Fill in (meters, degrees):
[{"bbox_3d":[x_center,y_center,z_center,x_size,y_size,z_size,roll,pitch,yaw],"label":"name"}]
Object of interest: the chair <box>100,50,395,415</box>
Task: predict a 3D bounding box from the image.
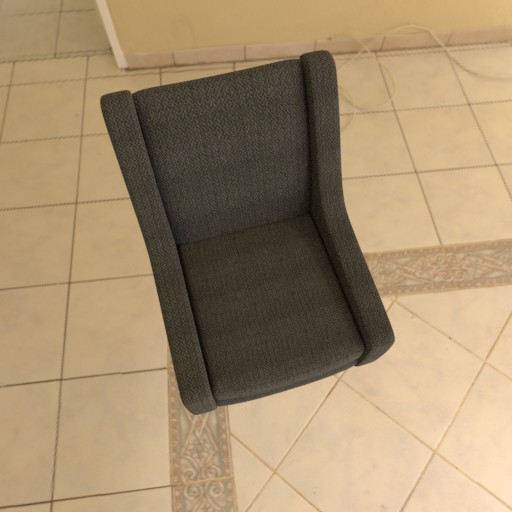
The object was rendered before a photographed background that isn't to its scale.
[{"bbox_3d":[0.000,0.000,1.707,0.793,1.012,0.944,-15,64,-7],"label":"chair"}]
